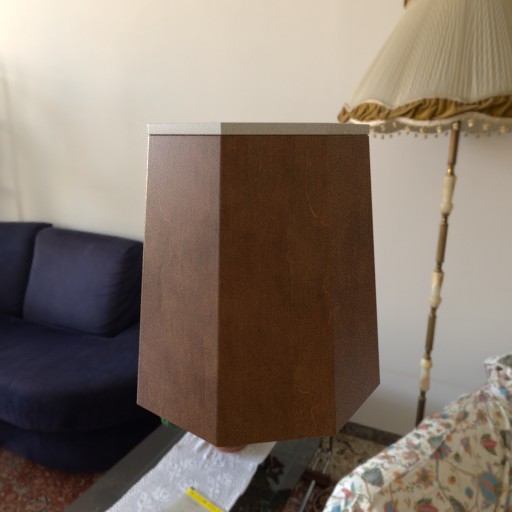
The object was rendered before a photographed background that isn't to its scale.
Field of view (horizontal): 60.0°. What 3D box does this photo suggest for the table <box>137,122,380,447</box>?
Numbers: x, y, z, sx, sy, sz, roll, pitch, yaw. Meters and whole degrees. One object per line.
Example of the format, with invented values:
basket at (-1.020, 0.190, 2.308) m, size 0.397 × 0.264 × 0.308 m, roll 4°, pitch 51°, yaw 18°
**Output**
table at (0.000, 0.000, 0.805) m, size 0.439 × 0.457 × 0.439 m, roll -3°, pitch 16°, yaw -10°
